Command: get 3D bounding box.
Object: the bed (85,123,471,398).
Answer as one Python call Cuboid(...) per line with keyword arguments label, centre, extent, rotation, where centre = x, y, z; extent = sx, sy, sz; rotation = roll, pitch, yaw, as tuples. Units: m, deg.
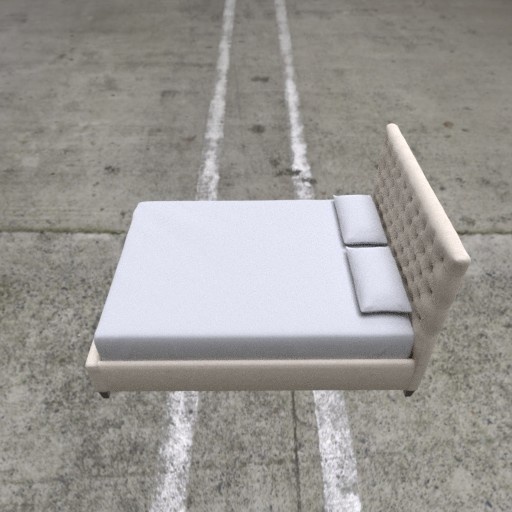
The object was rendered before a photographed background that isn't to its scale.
Cuboid(label="bed", centre=(0.000, 0.000, 3.492), extent=(2.387, 1.427, 1.698), rotation=(0, 42, 0))
